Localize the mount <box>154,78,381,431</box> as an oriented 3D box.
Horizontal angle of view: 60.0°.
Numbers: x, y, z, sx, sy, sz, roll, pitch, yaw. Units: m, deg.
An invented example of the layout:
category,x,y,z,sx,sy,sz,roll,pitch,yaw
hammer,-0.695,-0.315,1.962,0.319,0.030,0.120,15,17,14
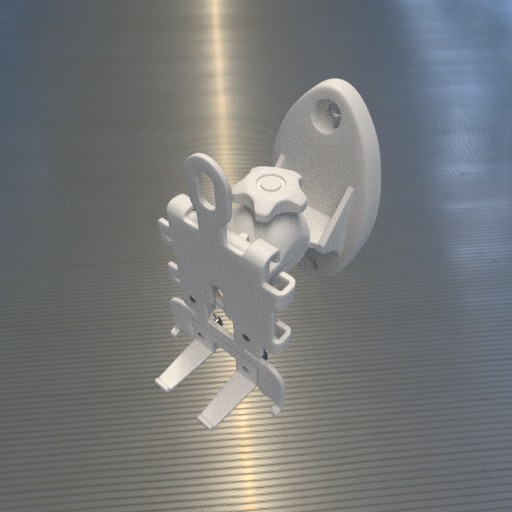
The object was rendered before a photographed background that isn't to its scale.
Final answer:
category,x,y,z,sx,sy,sz,roll,pitch,yaw
mount,0.000,0.000,0.177,0.066,0.118,0.100,31,55,25
